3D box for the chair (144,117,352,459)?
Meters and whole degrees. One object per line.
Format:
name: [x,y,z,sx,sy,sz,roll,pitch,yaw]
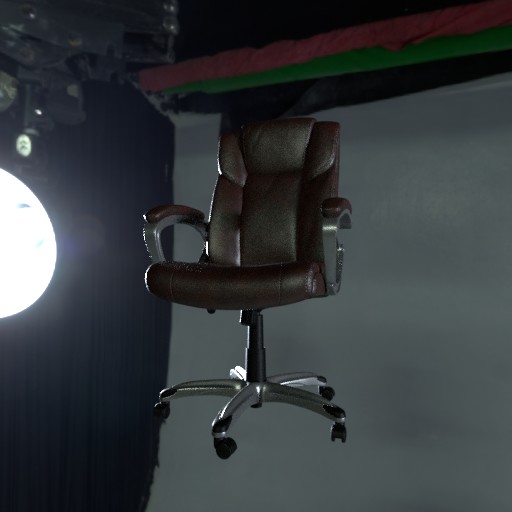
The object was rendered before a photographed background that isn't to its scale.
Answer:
chair: [0.000,0.000,1.557,0.656,1.128,0.692,0,0,19]
